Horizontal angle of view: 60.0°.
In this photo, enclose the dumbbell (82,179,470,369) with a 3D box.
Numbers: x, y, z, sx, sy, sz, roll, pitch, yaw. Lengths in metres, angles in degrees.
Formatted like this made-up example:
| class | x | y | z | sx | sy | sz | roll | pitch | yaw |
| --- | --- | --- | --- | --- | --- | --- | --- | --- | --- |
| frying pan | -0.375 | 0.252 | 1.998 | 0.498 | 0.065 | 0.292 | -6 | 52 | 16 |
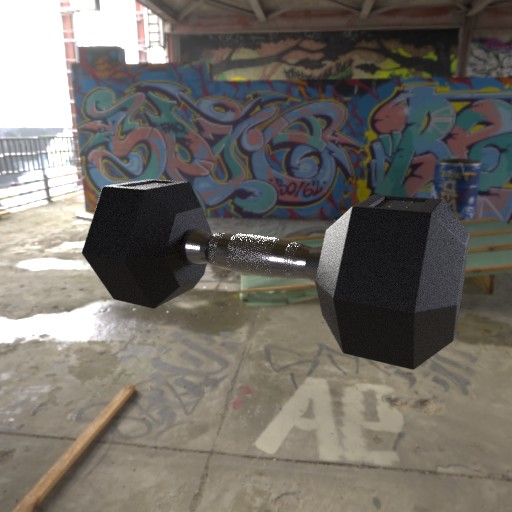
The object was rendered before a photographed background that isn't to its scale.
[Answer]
| class | x | y | z | sx | sy | sz | roll | pitch | yaw |
| --- | --- | --- | --- | --- | --- | --- | --- | --- | --- |
| dumbbell | 0.000 | 0.000 | 0.349 | 0.297 | 0.101 | 0.116 | 8 | 18 | 27 |
